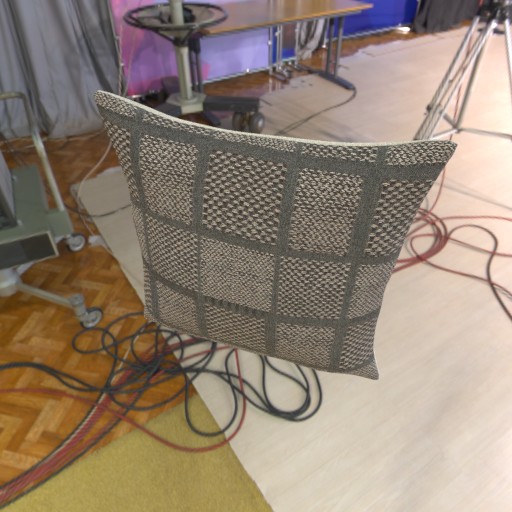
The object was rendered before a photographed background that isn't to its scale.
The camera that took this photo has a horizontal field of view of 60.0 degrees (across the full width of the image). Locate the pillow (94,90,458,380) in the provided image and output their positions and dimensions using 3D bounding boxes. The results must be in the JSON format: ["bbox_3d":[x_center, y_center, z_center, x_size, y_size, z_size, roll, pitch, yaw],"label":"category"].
[{"bbox_3d":[0.000,0.000,0.647,0.435,0.432,0.138,12,43,13],"label":"pillow"}]
